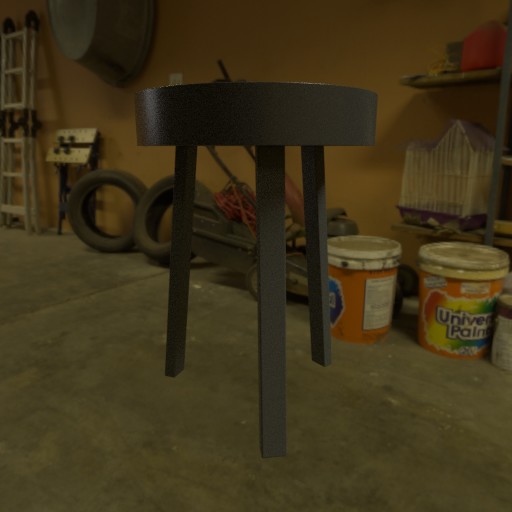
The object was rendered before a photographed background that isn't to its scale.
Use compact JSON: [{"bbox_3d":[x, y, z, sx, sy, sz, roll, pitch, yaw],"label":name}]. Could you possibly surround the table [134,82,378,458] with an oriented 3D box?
[{"bbox_3d":[0.000,0.000,0.831,0.406,0.559,0.406,0,14,0],"label":"table"}]
